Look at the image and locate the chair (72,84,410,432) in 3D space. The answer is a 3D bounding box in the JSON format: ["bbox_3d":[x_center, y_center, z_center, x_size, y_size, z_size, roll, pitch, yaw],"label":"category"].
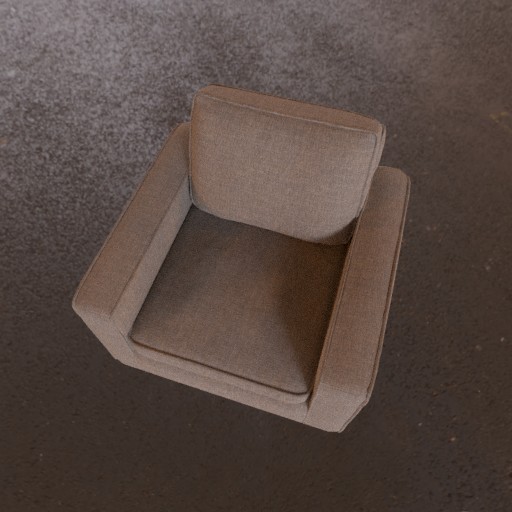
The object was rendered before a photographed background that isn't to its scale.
[{"bbox_3d":[0.000,0.000,1.706,1.016,0.914,0.940,15,60,9],"label":"chair"}]
